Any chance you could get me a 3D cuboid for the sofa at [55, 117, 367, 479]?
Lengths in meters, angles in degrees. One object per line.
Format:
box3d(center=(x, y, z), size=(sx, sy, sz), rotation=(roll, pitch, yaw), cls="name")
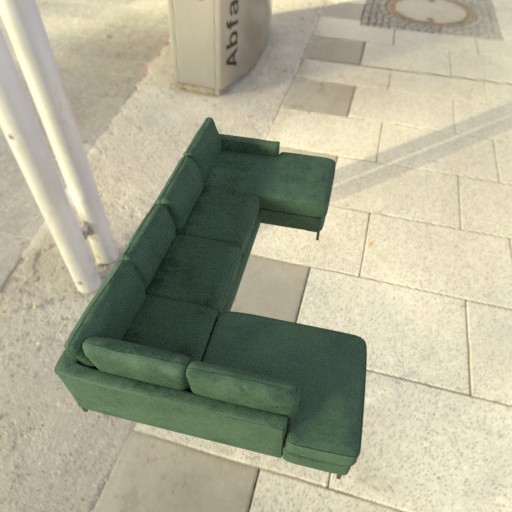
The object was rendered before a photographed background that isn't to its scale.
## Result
box3d(center=(0.000, 0.000, 3.772), size=(1.992, 0.861, 2.994), rotation=(10, 48, 9), cls="sofa")
